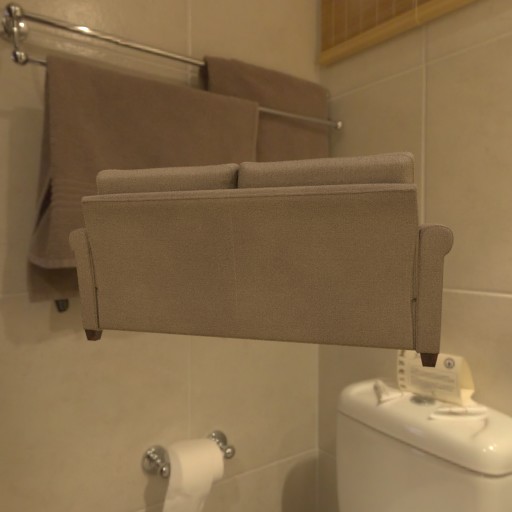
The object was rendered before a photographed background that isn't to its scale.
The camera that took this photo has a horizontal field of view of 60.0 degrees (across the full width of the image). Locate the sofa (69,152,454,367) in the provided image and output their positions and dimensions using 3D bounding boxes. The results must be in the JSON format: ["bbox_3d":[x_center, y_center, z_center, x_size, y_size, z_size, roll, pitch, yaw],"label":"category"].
[{"bbox_3d":[0.000,0.000,2.438,1.935,0.942,0.842,0,2,18],"label":"sofa"}]
